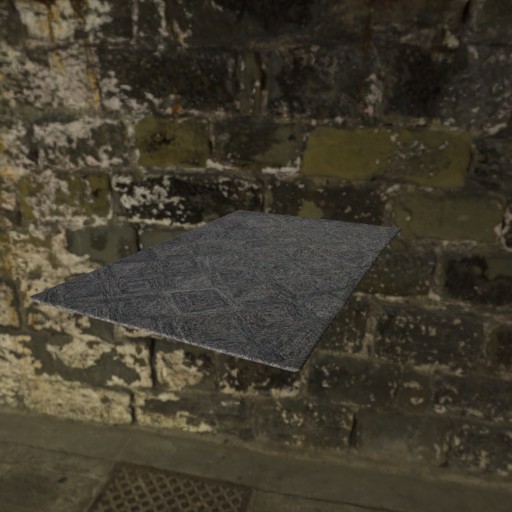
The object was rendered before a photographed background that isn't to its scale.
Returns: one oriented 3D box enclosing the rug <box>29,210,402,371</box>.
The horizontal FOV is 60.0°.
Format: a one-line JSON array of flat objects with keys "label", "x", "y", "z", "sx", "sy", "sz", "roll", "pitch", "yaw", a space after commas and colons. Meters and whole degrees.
[{"label": "rug", "x": 0.000, "y": 0.000, "z": 2.249, "sx": 1.158, "sy": 0.013, "sz": 1.752, "roll": 9, "pitch": 21, "yaw": 25}]
